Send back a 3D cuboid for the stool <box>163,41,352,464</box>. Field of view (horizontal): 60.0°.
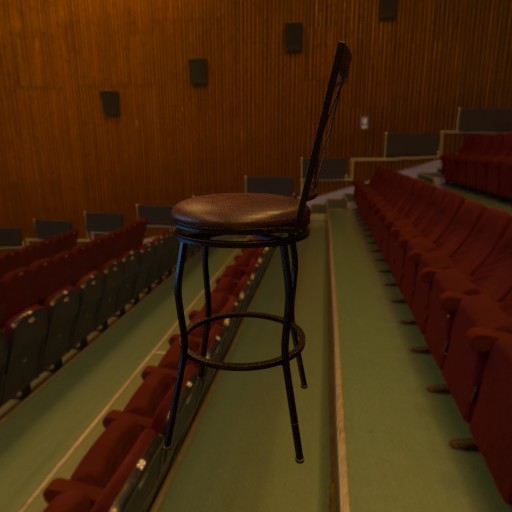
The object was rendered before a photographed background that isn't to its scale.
[{"bbox_3d":[0.000,0.000,1.377,0.521,1.134,0.432,2,15,8],"label":"stool"}]
